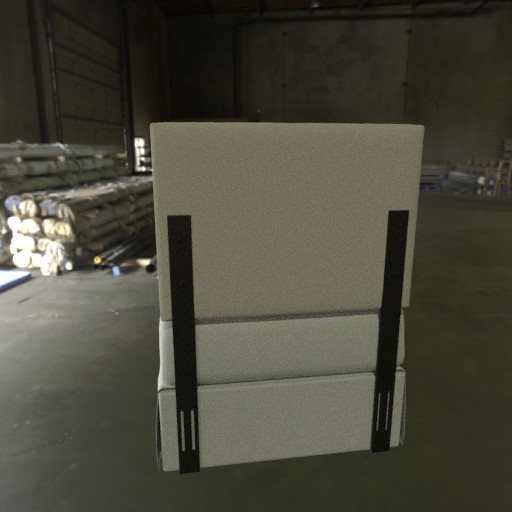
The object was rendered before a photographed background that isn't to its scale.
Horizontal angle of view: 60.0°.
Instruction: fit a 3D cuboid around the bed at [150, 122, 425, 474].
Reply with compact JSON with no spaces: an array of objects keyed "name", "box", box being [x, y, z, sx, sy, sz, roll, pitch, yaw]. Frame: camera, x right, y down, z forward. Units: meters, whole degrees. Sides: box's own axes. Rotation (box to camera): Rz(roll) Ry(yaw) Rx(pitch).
[{"name":"bed","box":[0.000,0.000,2.895,1.261,1.571,1.997,-2,14,-9]}]
